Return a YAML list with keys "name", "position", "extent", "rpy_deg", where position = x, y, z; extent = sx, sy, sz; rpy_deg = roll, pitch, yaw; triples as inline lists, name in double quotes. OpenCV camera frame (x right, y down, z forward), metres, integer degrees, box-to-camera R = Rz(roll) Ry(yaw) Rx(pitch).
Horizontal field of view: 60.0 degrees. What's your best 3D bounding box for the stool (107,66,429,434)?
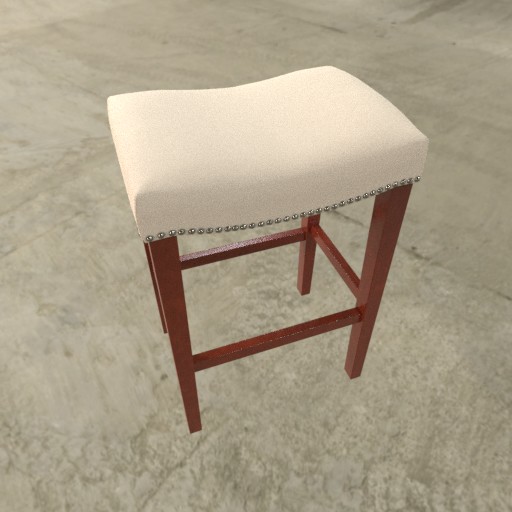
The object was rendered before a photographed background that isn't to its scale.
- name: "stool"
  position: [0.000, 0.000, 1.034]
  extent: [0.504, 0.742, 0.372]
  rpy_deg: [-14, 45, -14]
